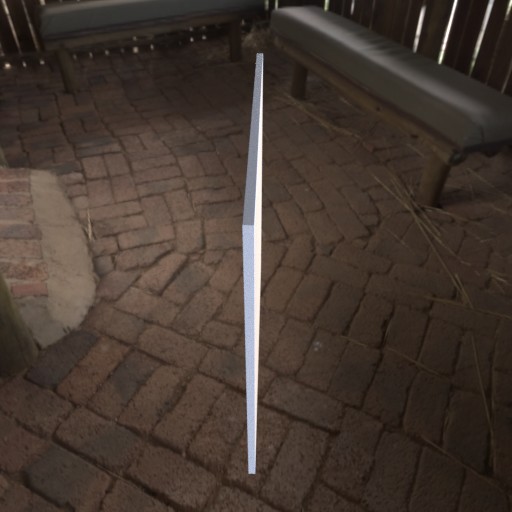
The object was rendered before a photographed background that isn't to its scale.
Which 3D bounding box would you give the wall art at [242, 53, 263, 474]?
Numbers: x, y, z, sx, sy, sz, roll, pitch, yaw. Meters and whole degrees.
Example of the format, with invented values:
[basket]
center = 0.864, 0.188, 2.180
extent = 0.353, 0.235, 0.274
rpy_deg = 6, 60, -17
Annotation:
[wall art]
center = 0.000, 0.000, 0.830
extent = 0.012, 0.557, 0.557
rpy_deg = 1, 41, 1
